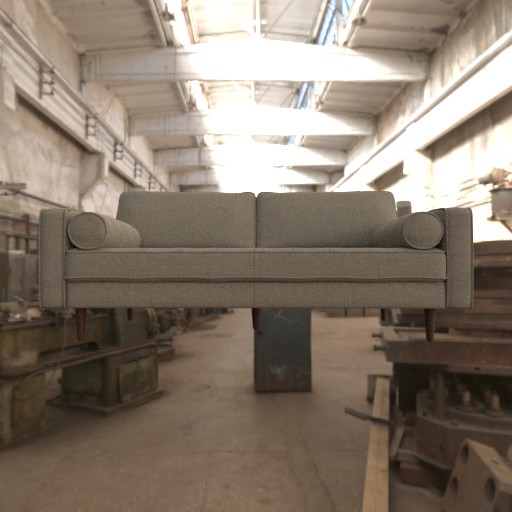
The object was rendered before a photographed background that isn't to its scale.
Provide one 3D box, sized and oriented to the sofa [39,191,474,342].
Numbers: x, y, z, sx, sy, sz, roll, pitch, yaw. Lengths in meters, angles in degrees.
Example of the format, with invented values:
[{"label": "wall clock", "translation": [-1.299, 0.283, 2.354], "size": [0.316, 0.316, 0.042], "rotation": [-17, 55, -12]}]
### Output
[{"label": "sofa", "translation": [0.000, 0.000, 2.315], "size": [1.879, 0.762, 0.914], "rotation": [0, -1, 1]}]
